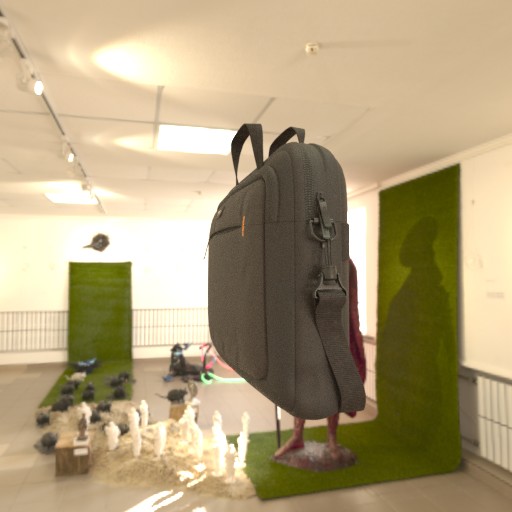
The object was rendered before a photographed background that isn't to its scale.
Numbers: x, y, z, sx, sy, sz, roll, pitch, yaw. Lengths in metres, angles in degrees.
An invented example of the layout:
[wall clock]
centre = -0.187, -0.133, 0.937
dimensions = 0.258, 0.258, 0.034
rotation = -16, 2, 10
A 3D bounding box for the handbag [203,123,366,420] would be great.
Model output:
[handbag]
centre = 0.000, 0.000, 0.443
dimensions = 0.089, 0.244, 0.320
rotation = 1, -2, -15
